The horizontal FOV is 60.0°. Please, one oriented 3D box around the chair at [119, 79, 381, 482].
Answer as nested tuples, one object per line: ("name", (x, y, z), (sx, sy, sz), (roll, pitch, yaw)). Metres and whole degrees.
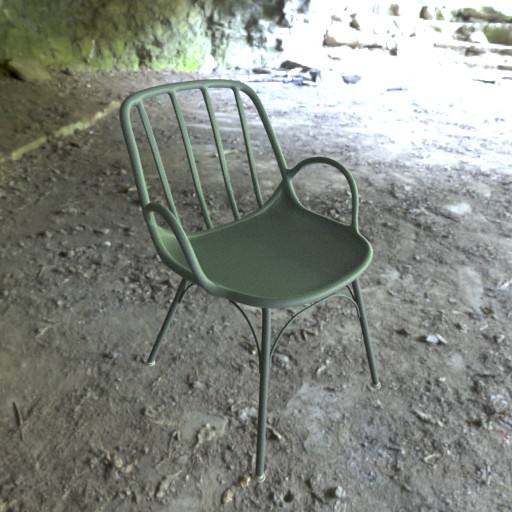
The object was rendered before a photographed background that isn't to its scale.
("chair", (0.000, 0.000, 1.187), (0.549, 0.816, 0.597), (-23, 37, -34))
